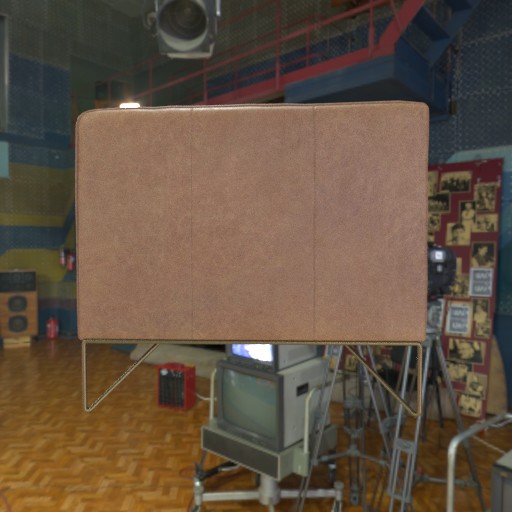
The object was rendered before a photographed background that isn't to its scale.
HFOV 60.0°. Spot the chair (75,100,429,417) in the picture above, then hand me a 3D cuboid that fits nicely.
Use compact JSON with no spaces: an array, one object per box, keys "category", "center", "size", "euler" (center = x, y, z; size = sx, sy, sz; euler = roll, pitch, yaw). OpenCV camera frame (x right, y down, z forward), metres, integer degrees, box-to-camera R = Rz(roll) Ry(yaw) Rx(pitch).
[{"category":"chair","center":[0.000,0.000,1.566],"size":[0.912,0.797,0.920],"euler":[0,1,2]}]
